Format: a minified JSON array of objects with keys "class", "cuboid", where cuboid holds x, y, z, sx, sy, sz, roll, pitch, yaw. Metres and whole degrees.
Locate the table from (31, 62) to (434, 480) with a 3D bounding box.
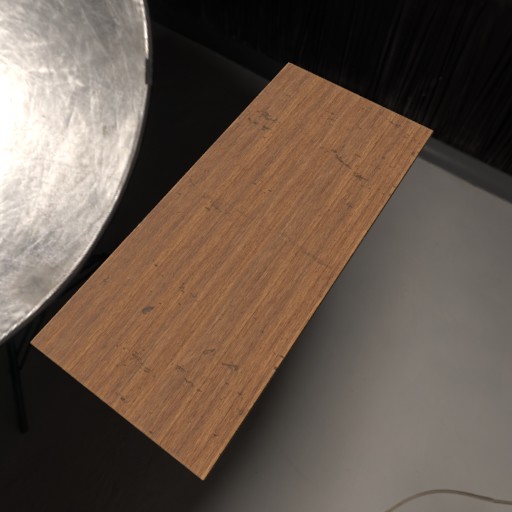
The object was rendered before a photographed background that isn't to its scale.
[{"class":"table","cuboid":[0.000,0.000,2.639,1.000,0.757,2.200,32,68,14]}]
